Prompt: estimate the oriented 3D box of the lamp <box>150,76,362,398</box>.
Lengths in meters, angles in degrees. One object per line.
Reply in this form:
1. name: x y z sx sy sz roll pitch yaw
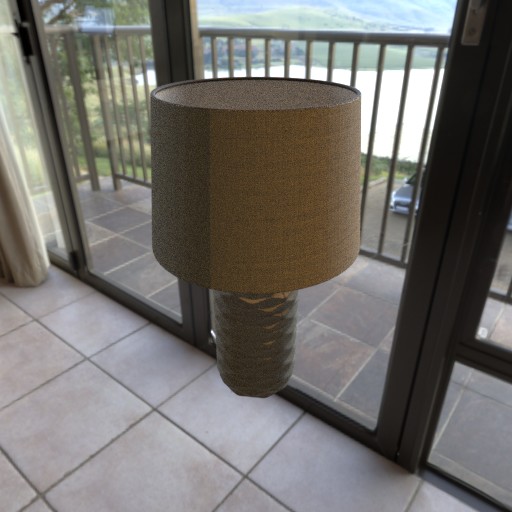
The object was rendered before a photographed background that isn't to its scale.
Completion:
1. lamp: 0.000 0.000 0.837 0.376 0.594 0.376 0 29 0
